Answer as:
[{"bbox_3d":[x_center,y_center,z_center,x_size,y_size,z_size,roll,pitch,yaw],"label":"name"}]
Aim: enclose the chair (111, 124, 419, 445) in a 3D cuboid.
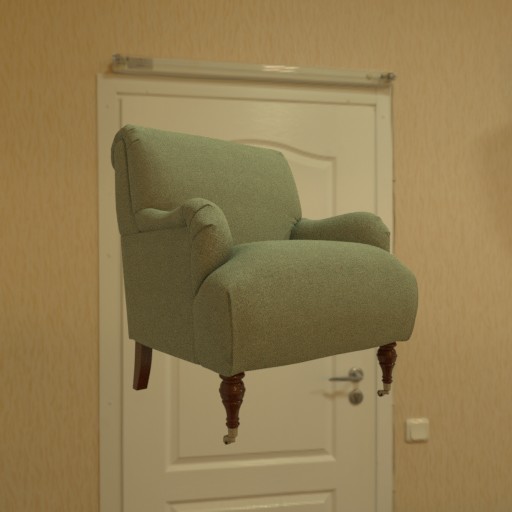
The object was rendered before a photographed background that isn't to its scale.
[{"bbox_3d":[0.000,0.000,1.915,0.964,1.178,1.060,0,1,-37],"label":"chair"}]
